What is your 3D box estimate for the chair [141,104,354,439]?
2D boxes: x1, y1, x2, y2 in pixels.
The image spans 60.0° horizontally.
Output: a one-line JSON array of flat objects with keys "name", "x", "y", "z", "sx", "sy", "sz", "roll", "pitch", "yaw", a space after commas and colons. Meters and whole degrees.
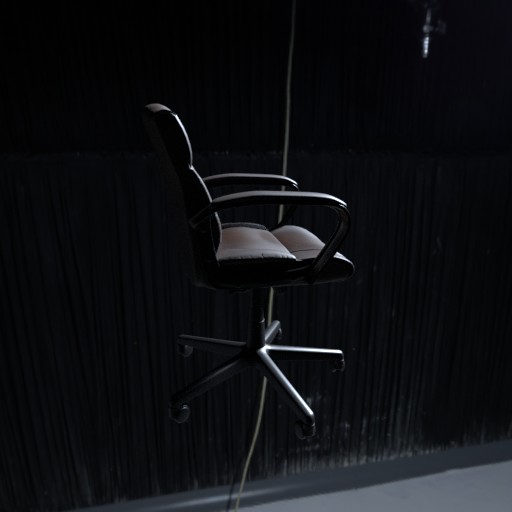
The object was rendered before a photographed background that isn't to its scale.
[{"name": "chair", "x": 0.000, "y": 0.000, "z": 1.557, "sx": 0.717, "sy": 1.004, "sz": 0.739, "roll": -3, "pitch": 16, "yaw": -10}]
